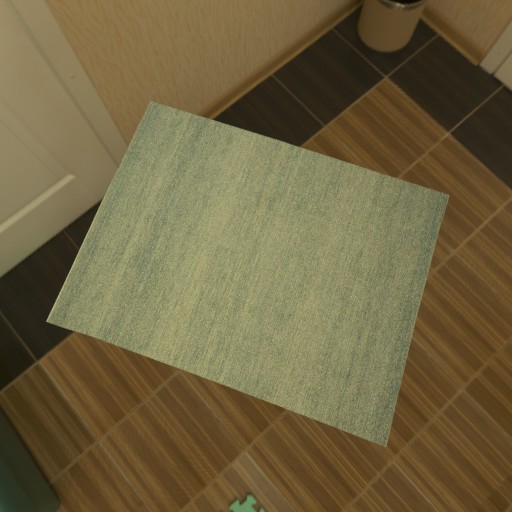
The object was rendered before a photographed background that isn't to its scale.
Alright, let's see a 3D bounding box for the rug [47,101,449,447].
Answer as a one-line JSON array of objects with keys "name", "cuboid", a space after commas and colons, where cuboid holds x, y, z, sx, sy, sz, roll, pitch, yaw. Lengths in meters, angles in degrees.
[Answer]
[{"name": "rug", "cuboid": [0.000, 0.000, 4.231, 3.237, 0.046, 2.461, 19, 76, 5]}]
